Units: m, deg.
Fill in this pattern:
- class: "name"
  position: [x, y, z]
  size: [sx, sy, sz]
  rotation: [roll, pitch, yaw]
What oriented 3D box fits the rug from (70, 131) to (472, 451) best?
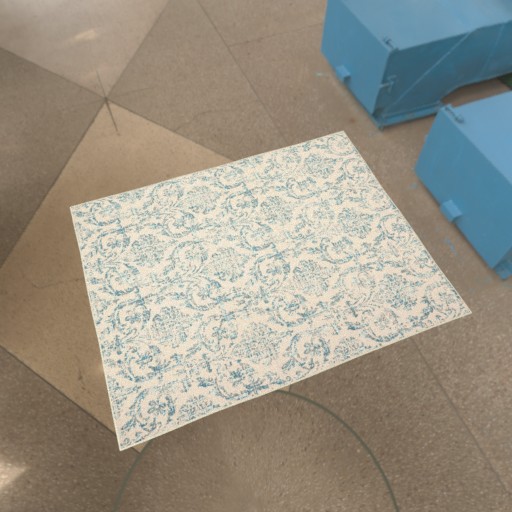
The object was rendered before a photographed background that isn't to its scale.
- class: "rug"
  position: [0.000, 0.000, 4.019]
  size: [2.980, 0.012, 2.363]
  rotation: [-18, 59, -11]
